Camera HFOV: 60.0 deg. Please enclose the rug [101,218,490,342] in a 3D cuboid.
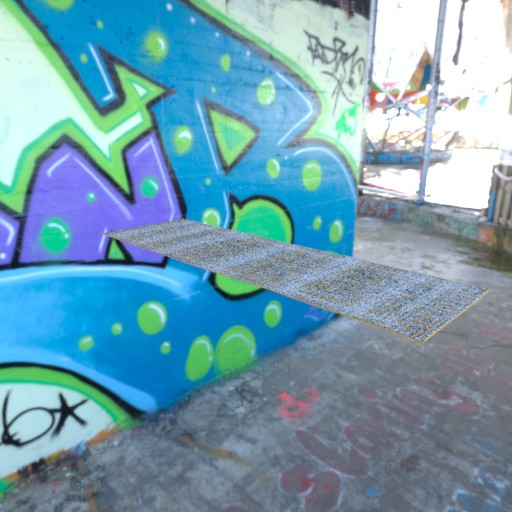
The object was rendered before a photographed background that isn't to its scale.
[{"bbox_3d":[0.000,0.000,2.544,2.294,0.014,0.704,15,22,42],"label":"rug"}]
